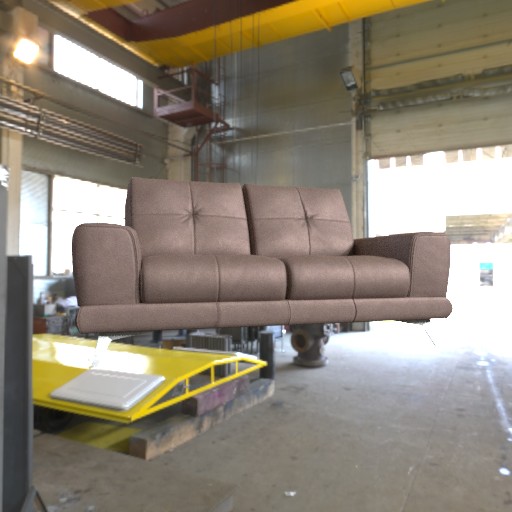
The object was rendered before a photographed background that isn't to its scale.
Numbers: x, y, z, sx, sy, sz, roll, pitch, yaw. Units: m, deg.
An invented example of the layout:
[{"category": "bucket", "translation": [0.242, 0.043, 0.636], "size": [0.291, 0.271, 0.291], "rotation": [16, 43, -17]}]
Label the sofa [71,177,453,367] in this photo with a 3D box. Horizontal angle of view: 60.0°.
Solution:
[{"category": "sofa", "translation": [0.000, 0.000, 2.425], "size": [1.806, 0.907, 1.018], "rotation": [0, -1, -17]}]
